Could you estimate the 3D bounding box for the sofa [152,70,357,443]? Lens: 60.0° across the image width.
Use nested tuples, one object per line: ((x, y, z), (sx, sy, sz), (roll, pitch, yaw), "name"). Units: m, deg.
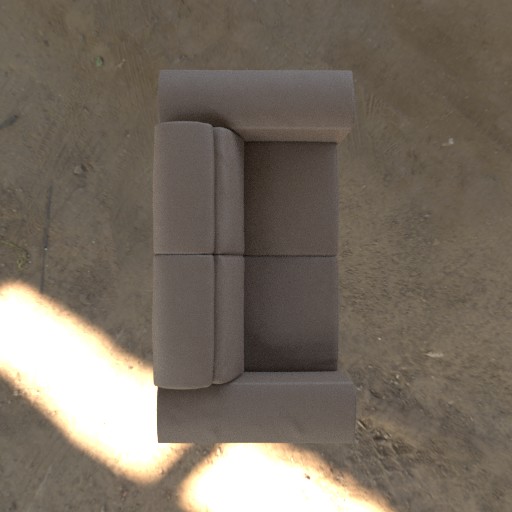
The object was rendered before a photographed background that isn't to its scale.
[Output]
((0.000, 0.000, 2.445), (1.003, 0.779, 1.895), (0, 89, 0), "sofa")
